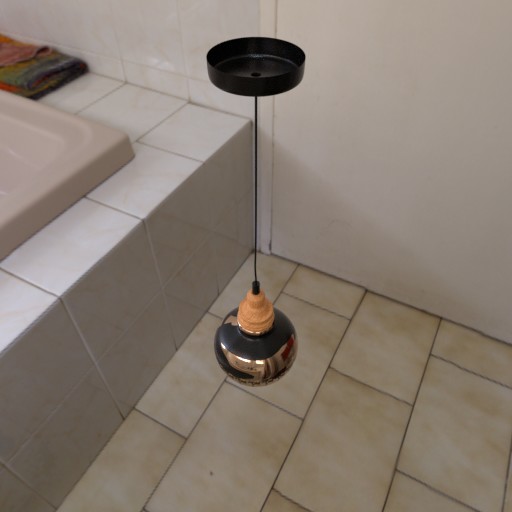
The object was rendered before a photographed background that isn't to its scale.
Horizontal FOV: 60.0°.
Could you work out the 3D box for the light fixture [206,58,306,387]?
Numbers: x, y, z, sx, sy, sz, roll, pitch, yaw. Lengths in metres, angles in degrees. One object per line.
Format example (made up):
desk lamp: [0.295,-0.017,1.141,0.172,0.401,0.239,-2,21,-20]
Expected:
light fixture: [0.000,0.000,1.809,0.430,1.606,0.430,23,50,21]
